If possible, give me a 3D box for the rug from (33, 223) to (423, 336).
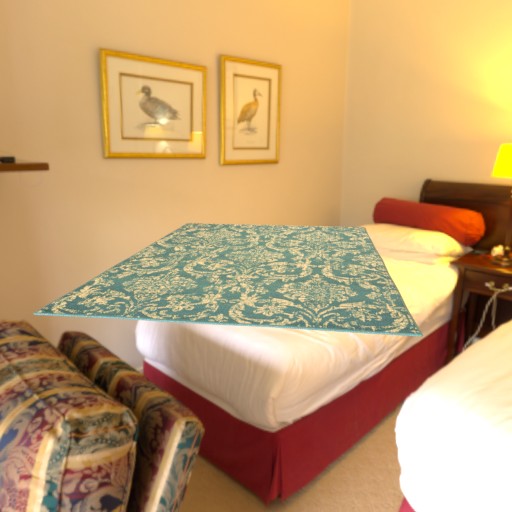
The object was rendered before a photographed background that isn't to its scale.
[{"bbox_3d":[0.000,0.000,2.787,1.554,0.012,2.205,2,14,8],"label":"rug"}]
